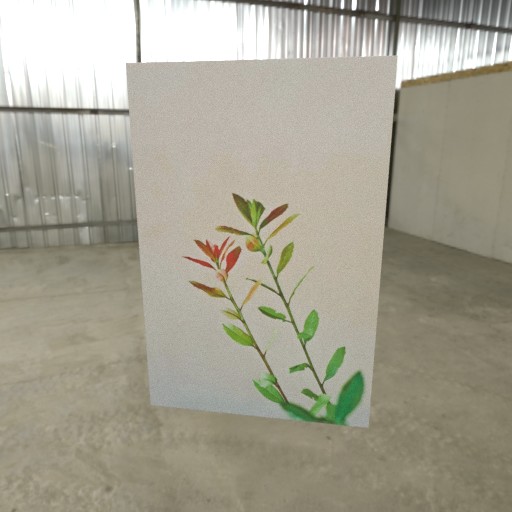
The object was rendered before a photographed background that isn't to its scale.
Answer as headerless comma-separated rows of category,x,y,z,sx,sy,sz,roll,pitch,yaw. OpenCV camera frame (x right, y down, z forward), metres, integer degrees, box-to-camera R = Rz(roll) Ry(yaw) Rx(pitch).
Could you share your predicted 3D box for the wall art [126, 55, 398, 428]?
wall art,0.000,0.000,1.400,0.764,1.143,0.038,3,16,9
